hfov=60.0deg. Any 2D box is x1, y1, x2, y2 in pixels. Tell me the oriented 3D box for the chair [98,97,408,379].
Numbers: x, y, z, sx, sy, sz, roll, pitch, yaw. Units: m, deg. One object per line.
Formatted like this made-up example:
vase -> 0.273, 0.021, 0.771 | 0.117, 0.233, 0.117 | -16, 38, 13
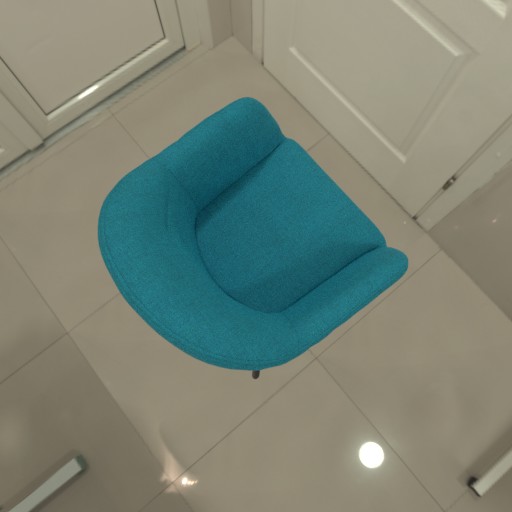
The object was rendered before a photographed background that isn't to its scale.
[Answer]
chair -> 0.000, 0.000, 1.146 | 0.565, 0.775, 0.545 | -38, 78, -10
